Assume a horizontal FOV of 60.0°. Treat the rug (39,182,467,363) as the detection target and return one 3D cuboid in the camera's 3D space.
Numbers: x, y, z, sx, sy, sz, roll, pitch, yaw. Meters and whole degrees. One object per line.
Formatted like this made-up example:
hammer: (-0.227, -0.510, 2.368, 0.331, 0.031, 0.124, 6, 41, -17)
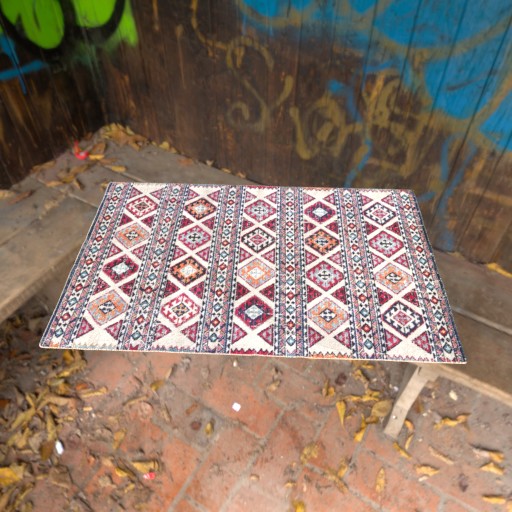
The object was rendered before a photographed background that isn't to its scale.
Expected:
rug: (0.000, 0.000, 3.031, 2.440, 0.010, 1.545, 2, 47, 2)
